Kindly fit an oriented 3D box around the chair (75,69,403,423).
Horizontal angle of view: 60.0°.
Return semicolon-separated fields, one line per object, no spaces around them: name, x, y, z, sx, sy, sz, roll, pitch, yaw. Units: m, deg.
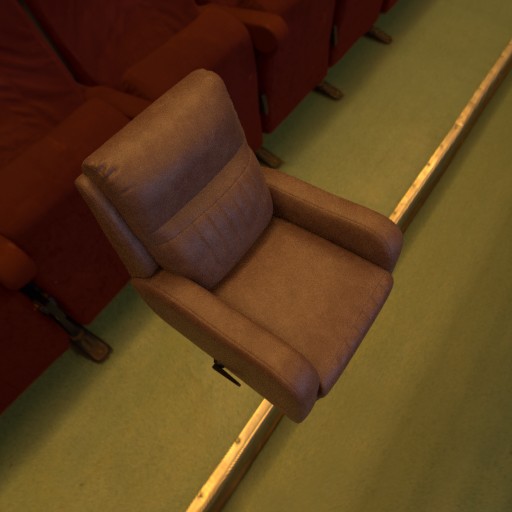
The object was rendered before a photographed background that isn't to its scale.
chair;0.000;0.000;1.830;1.067;1.067;0.865;31;64;17
